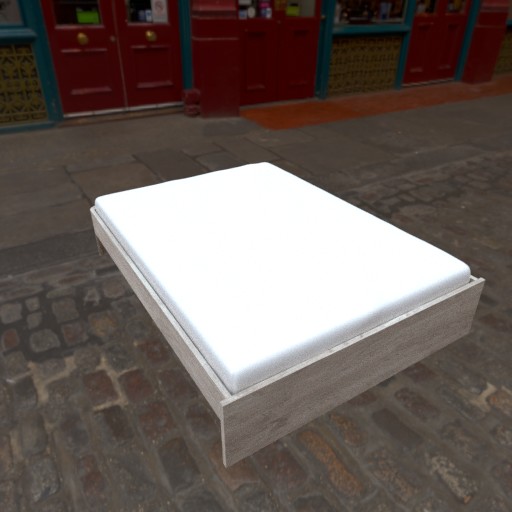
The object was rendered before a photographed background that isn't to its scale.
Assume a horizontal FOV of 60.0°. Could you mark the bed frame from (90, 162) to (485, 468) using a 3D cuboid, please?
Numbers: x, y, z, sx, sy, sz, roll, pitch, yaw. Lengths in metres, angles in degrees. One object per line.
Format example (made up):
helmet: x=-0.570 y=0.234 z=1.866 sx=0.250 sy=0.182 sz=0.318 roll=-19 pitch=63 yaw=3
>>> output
bed frame: x=0.000 y=0.000 z=2.651 sx=1.490 sy=0.462 sz=1.950 roll=-18 pitch=35 yaw=-27
